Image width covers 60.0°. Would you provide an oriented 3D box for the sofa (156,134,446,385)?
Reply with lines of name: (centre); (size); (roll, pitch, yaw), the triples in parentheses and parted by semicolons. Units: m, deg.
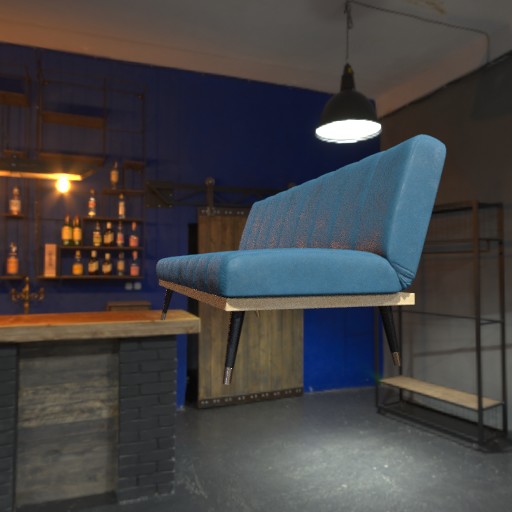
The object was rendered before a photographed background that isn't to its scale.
sofa: (0.000, 0.000, 2.281); (0.830, 0.825, 1.810); (0, -1, -19)
